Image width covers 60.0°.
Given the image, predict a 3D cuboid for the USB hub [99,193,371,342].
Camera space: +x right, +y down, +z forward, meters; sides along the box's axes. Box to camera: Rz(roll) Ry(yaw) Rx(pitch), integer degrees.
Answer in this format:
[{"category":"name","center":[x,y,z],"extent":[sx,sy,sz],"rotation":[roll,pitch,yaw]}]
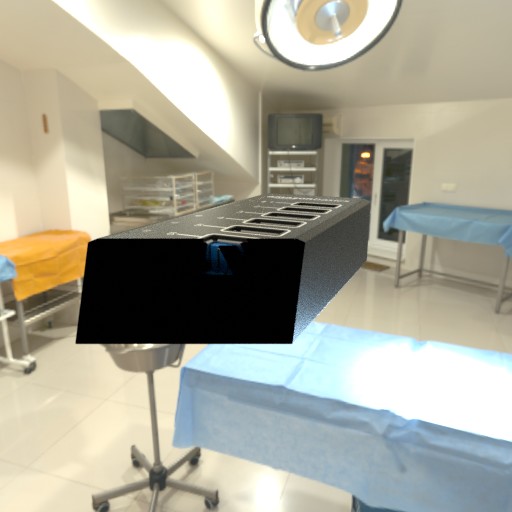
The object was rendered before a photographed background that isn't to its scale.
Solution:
[{"category":"USB hub","center":[0.000,0.000,0.130],"extent":[0.044,0.023,0.110],"rotation":[7,17,25]}]
